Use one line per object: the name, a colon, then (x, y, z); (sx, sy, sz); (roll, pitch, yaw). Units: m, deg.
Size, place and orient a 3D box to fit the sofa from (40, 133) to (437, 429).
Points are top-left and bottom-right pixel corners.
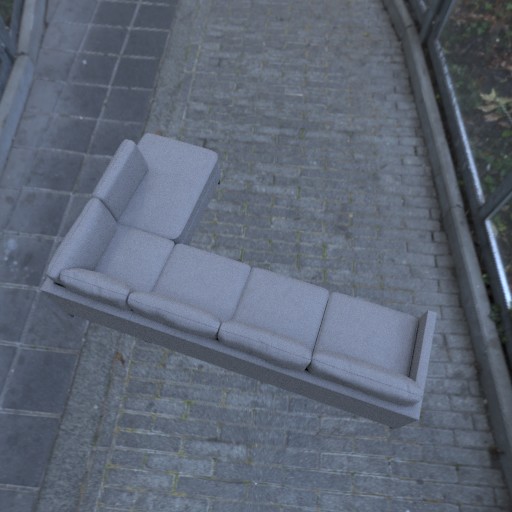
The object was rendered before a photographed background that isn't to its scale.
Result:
sofa: (0.000, 0.000, 4.260); (3.331, 0.964, 2.077); (17, 64, 9)
